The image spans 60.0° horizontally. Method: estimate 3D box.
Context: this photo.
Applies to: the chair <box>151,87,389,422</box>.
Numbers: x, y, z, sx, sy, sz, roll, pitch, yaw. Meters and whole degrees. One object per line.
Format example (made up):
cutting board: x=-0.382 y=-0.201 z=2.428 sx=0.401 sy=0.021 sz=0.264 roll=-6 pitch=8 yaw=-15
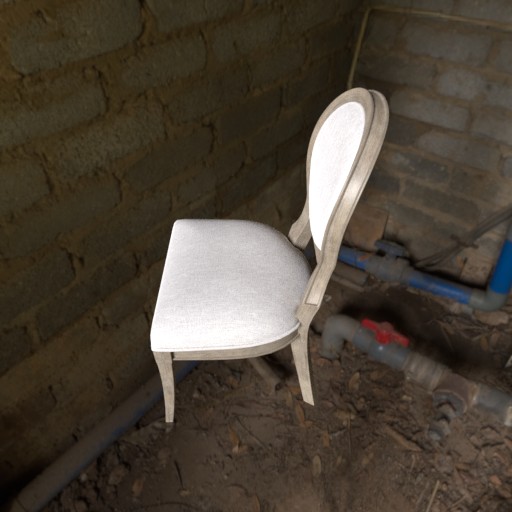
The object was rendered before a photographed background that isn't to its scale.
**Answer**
chair: x=0.000 y=0.000 z=1.346 sx=0.602 sy=0.990 sz=0.558 roll=0 pitch=41 yaw=0
